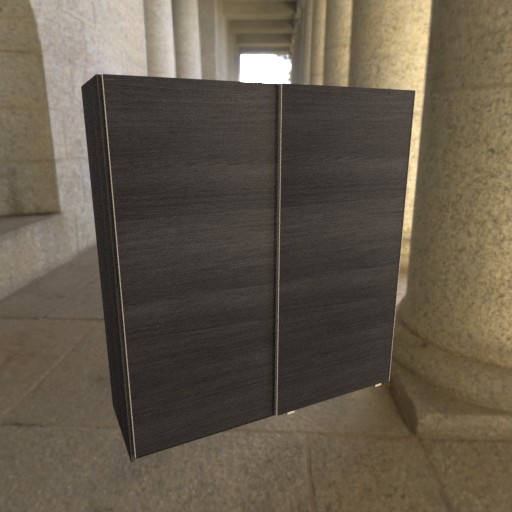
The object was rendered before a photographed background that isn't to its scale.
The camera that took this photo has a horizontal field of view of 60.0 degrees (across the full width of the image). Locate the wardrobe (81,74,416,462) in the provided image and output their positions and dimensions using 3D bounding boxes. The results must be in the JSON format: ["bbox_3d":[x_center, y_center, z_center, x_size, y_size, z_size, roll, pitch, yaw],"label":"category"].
[{"bbox_3d":[0.000,0.000,2.746,1.780,1.960,0.629,-8,17,-26],"label":"wardrobe"}]
